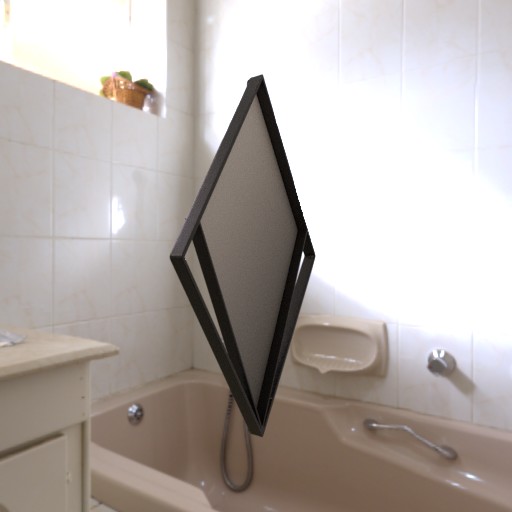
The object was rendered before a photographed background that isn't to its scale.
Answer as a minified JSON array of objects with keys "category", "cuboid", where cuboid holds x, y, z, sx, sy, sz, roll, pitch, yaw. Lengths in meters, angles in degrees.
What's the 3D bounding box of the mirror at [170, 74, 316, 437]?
[{"category":"mirror","cuboid":[0.000,0.000,0.838,0.032,0.679,0.419,0,0,36]}]
